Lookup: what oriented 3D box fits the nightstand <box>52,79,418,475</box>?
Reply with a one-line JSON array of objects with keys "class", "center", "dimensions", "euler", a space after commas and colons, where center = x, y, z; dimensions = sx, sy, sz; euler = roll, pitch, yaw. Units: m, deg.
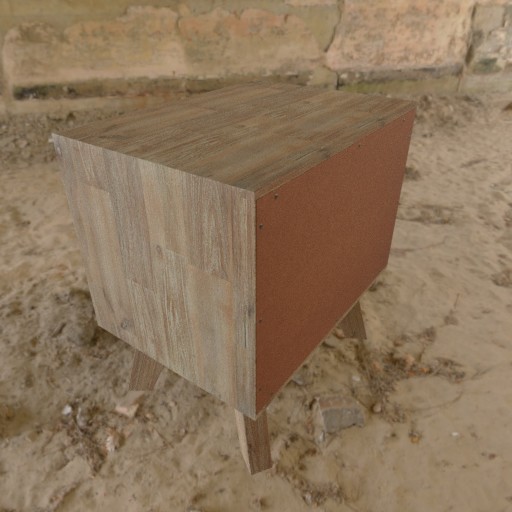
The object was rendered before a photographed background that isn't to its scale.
[{"class": "nightstand", "center": [0.000, 0.000, 0.944], "dimensions": [0.396, 0.589, 0.552], "euler": [21, 37, 30]}]
